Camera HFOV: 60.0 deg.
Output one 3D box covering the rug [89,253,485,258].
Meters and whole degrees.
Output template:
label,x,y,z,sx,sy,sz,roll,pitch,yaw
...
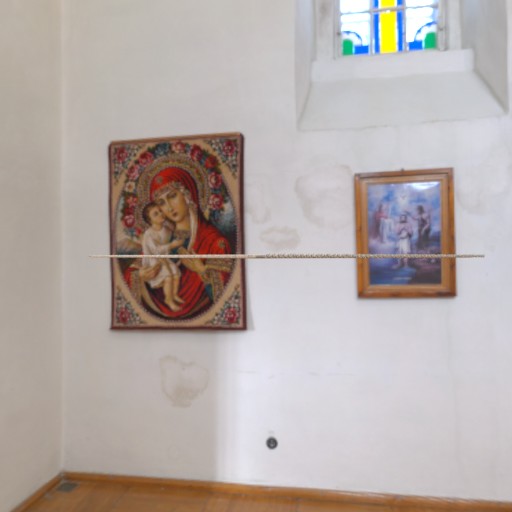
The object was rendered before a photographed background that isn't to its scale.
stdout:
label,x,y,z,sx,sy,sz,roll,pitch,yaw
rug,0.000,0.000,2.319,1.223,0.015,1.771,0,0,-36
